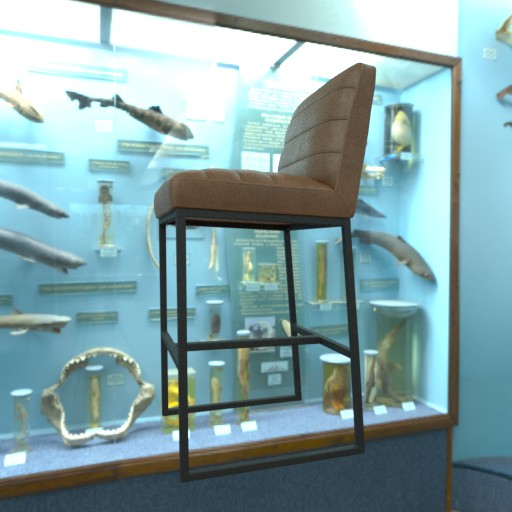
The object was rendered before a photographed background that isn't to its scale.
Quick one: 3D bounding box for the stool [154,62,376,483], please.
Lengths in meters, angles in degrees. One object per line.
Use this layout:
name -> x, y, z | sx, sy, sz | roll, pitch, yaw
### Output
stool -> 0.000, 0.000, 1.300 | 0.556, 1.040, 0.458 | 0, 2, -18
